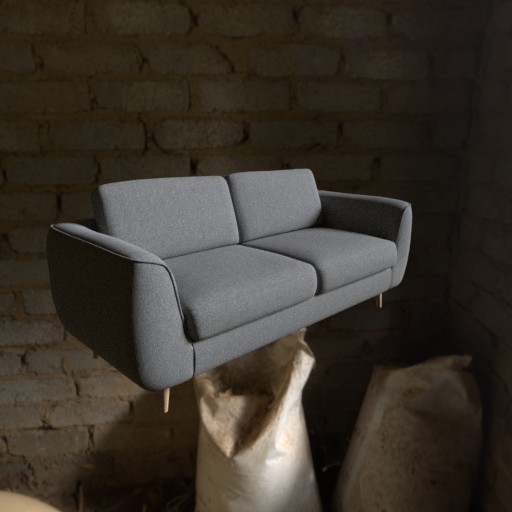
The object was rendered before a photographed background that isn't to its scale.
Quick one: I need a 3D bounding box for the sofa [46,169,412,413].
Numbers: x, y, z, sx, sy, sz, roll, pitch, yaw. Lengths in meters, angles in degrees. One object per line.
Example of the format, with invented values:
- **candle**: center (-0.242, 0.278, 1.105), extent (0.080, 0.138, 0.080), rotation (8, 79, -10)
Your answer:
- **sofa**: center (0.000, 0.000, 2.452), extent (2.000, 0.870, 0.920), rotation (-14, 21, -42)
